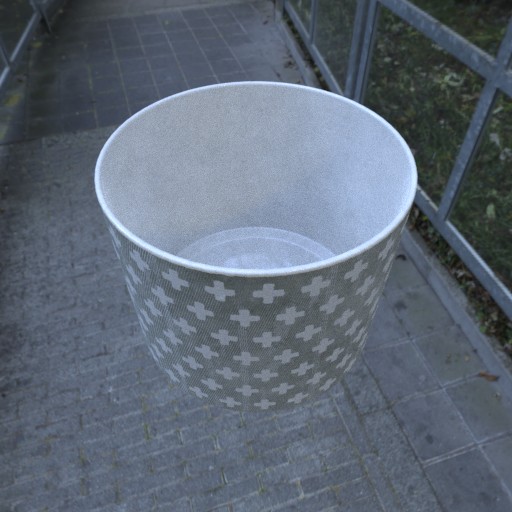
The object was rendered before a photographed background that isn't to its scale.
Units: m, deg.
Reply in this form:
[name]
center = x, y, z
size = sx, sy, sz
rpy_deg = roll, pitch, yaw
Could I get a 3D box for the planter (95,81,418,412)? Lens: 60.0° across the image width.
[planter]
center = 0.000, 0.000, 0.440
size = 0.250, 0.239, 0.250
rpy_deg = 0, 47, 0
